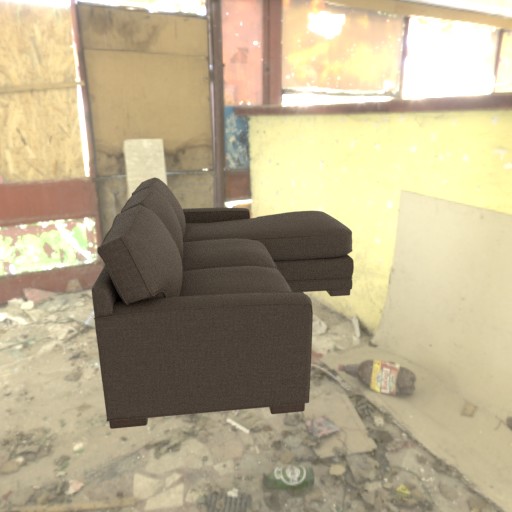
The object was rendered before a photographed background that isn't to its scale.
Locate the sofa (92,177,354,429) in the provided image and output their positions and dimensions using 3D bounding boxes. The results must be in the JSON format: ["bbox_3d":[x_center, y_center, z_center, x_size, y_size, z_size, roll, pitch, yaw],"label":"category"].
[{"bbox_3d":[0.000,0.000,3.208,1.790,0.973,2.370,-3,17,-8],"label":"sofa"}]
